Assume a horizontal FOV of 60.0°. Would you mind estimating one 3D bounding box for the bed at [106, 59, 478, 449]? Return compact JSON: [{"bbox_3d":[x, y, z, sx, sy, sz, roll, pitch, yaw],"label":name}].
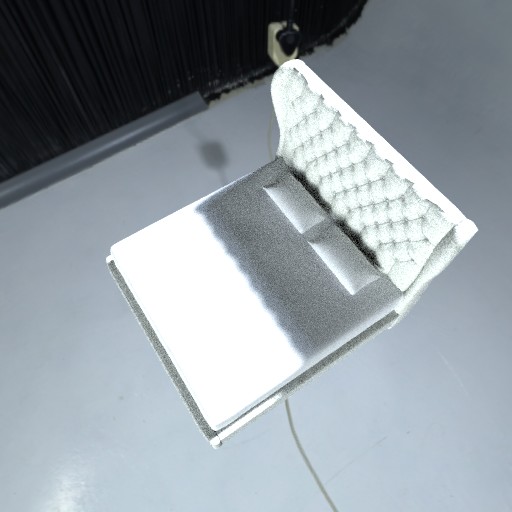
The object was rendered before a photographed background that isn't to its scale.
[{"bbox_3d":[0.000,0.000,3.964,2.347,1.771,2.219,-30,66,-15],"label":"bed"}]
